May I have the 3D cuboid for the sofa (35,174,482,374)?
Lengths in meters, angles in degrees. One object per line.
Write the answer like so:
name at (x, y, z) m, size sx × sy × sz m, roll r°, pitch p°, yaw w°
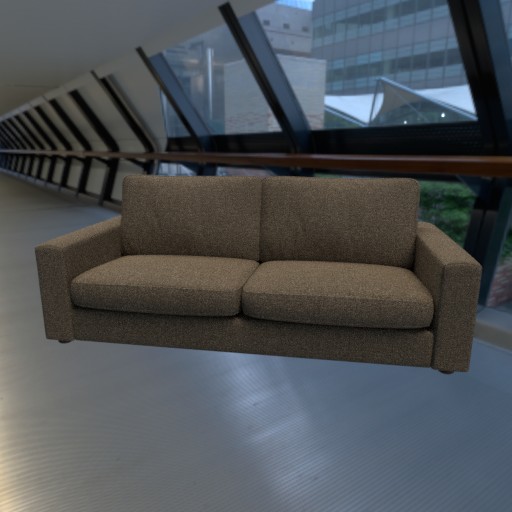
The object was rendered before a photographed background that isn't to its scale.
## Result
sofa at (0.000, 0.000, 2.584) m, size 2.179 × 0.873 × 1.016 m, roll 2°, pitch 15°, yaw 9°
